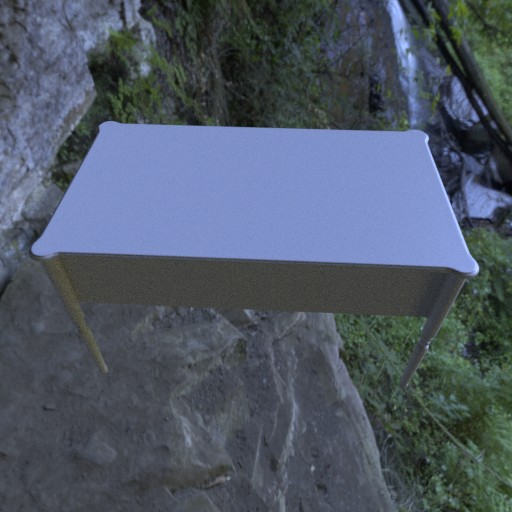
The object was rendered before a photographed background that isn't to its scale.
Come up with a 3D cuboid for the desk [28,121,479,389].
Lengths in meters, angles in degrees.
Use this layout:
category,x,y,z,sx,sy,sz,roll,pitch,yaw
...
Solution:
category,x,y,z,sx,sy,sz,roll,pitch,yaw
desk,0.000,0.000,1.864,1.380,0.762,0.807,2,47,2
